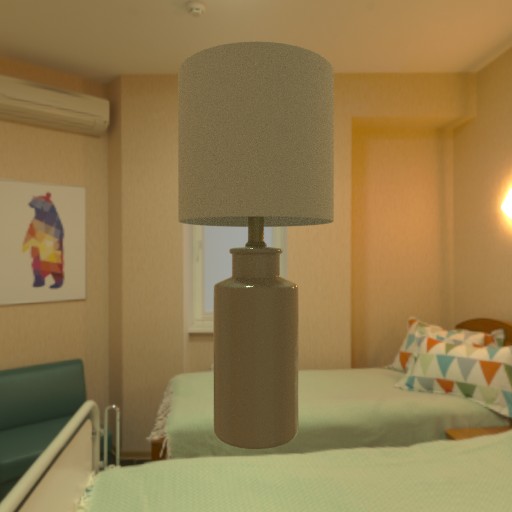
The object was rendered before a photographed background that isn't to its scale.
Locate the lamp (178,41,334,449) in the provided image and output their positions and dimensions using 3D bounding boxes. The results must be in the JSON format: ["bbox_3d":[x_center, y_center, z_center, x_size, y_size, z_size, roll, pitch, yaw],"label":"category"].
[{"bbox_3d":[0.000,0.000,0.614,0.212,0.493,0.212,0,1,-36],"label":"lamp"}]
